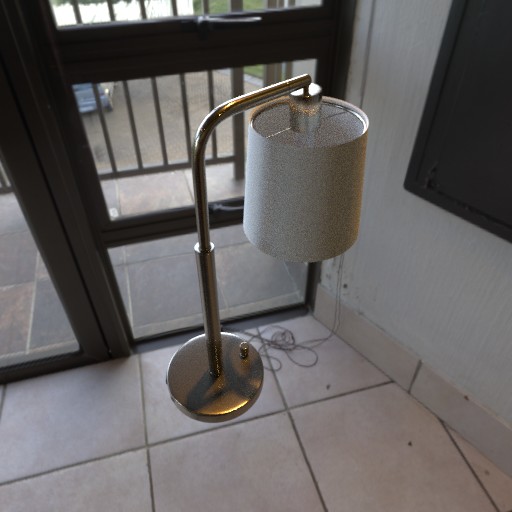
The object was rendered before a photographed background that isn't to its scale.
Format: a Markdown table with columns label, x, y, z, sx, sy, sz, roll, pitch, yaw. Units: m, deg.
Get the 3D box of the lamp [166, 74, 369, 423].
| label | x | y | z | sx | sy | sz | roll | pitch | yaw |
| --- | --- | --- | --- | --- | --- | --- | --- | --- | --- |
| lamp | 0.000 | 0.000 | 0.643 | 0.333 | 0.489 | 0.171 | -24 | 47 | -25 |
